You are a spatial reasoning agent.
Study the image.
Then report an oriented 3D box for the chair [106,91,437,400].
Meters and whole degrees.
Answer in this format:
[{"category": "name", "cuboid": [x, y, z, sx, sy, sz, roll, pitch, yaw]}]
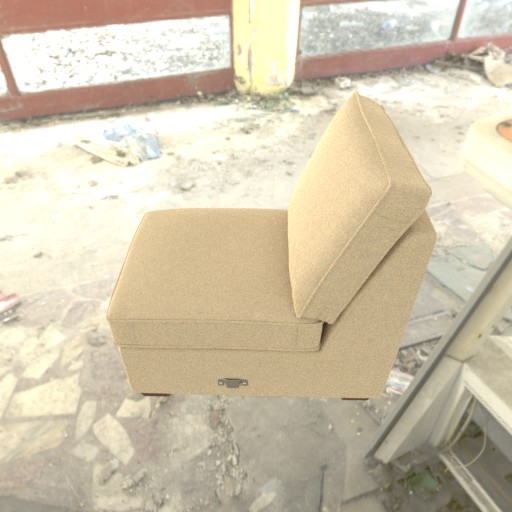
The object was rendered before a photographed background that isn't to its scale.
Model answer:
[{"category": "chair", "cuboid": [0.000, 0.000, 1.562, 0.938, 0.970, 0.621, 1, 40, 1]}]
